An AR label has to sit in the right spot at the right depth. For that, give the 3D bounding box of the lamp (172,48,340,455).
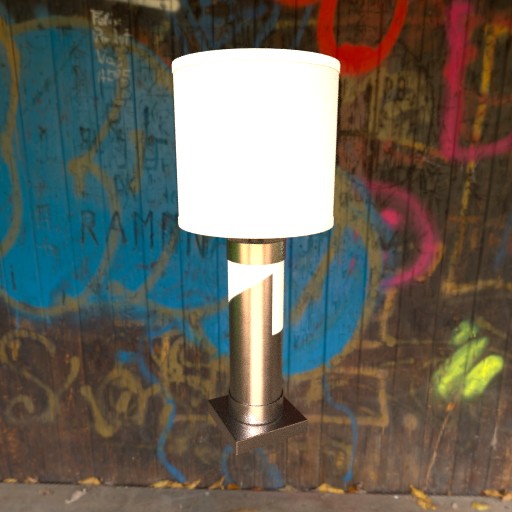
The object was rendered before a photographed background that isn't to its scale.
[{"bbox_3d":[0.000,0.000,0.599,0.202,0.509,0.202,-7,16,-25],"label":"lamp"}]
